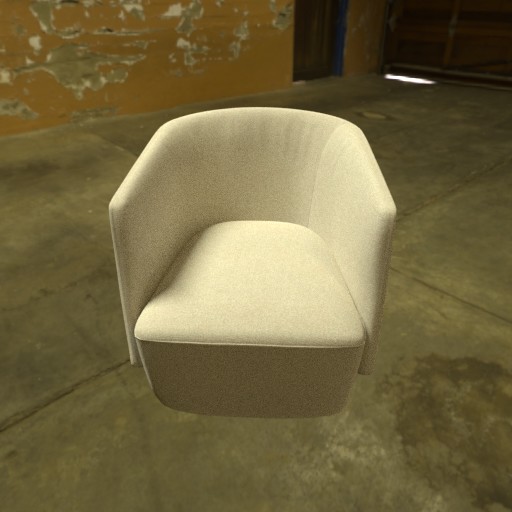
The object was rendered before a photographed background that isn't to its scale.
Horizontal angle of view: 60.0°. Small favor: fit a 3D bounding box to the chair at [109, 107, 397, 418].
[{"bbox_3d":[0.000,0.000,1.603,0.822,0.861,0.986,1,30,2],"label":"chair"}]
